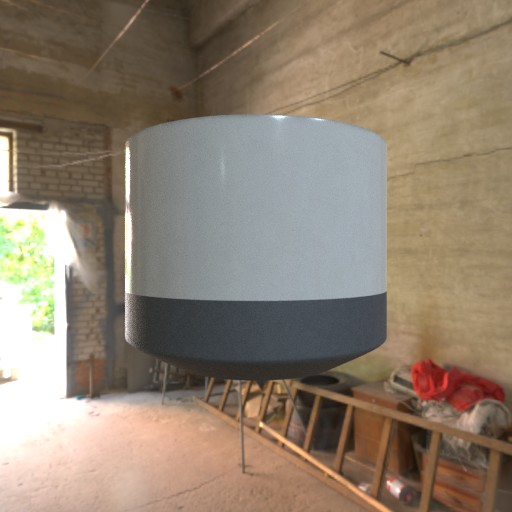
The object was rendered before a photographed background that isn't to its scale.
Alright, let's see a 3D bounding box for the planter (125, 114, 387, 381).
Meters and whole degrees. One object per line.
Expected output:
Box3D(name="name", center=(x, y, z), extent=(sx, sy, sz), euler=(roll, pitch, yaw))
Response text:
Box3D(name="planter", center=(0.000, 0.000, 0.227), extent=(0.128, 0.105, 0.128), euler=(0, 0, 0))
